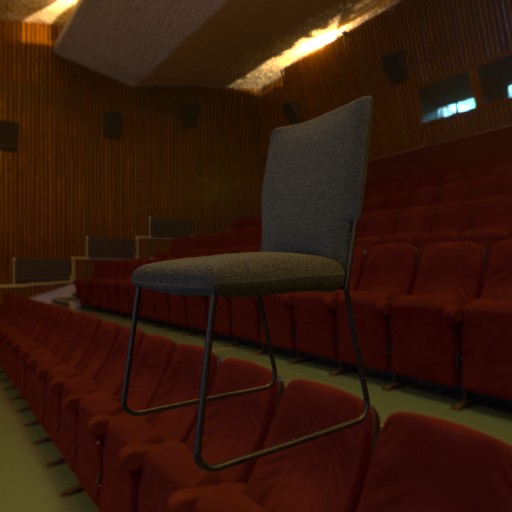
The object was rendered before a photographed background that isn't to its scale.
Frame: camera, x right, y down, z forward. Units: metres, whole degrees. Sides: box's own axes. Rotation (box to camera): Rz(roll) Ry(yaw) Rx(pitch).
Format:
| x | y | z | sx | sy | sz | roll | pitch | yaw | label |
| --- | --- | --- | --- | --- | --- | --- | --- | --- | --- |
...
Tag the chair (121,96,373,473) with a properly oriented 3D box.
| x | y | z | sx | sy | sz | roll | pitch | yaw | label |
| --- | --- | --- | --- | --- | --- | --- | --- | --- | --- |
| 0.000 | 0.000 | 1.282 | 0.635 | 0.931 | 0.480 | 1 | -1 | -37 | chair |
